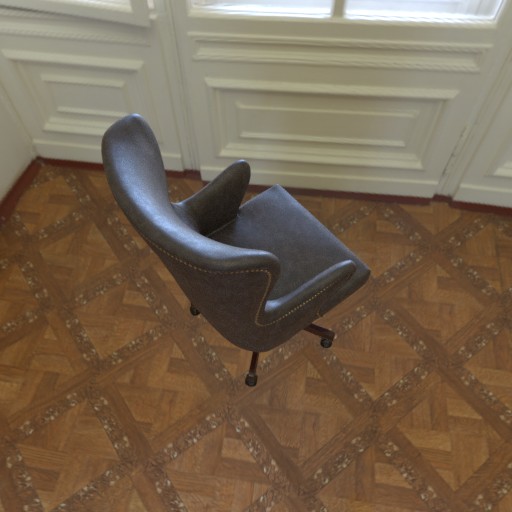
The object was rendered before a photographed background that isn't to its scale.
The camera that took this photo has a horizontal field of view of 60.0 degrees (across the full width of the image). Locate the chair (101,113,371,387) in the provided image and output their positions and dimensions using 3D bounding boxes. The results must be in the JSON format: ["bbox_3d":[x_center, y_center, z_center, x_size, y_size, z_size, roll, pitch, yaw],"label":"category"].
[{"bbox_3d":[0.000,0.000,1.501,0.717,1.037,0.594,-33,63,-20],"label":"chair"}]
